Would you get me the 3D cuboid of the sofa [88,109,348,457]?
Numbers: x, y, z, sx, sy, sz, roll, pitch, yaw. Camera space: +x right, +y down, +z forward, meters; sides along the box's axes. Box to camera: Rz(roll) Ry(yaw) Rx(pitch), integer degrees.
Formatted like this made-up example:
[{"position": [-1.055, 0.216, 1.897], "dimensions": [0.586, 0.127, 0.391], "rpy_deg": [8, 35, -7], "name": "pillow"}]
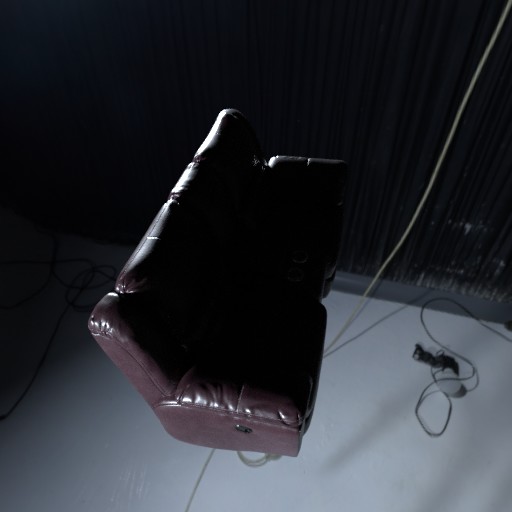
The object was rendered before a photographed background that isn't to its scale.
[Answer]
[{"position": [0.000, 0.000, 2.689], "dimensions": [0.991, 1.043, 2.058], "rpy_deg": [10, 45, 10], "name": "sofa"}]
